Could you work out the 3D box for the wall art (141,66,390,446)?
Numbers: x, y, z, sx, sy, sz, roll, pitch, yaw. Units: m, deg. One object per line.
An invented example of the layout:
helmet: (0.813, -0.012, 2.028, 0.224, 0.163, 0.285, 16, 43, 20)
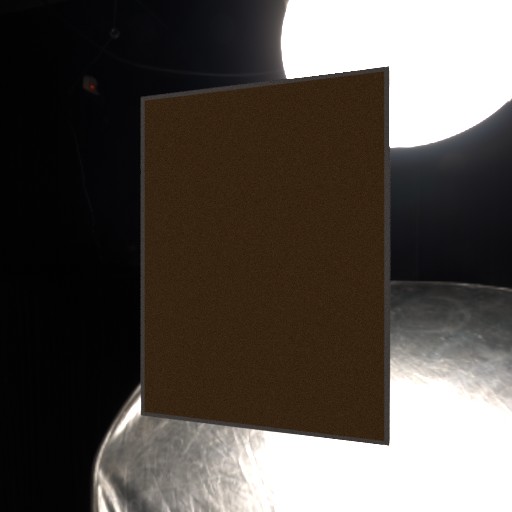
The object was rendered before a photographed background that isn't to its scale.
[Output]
wall art: (0.000, 0.000, 1.579, 0.914, 1.221, 0.046, 0, 0, 18)
